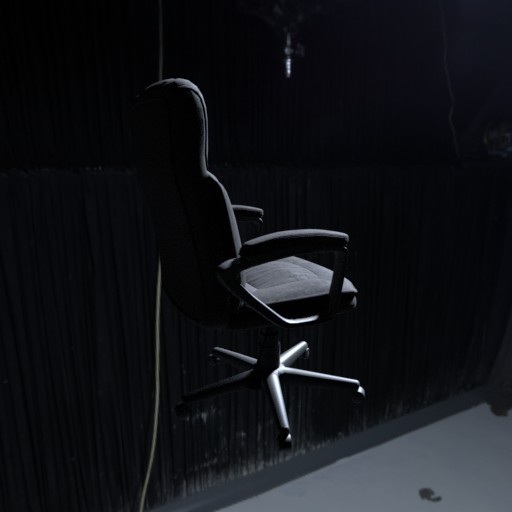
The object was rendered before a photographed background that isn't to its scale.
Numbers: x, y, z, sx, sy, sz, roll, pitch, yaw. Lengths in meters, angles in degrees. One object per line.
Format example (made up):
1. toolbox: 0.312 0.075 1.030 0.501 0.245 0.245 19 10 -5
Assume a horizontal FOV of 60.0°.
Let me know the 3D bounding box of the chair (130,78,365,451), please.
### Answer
1. chair: 0.000 0.000 1.546 0.724 1.105 0.667 -7 16 -25
